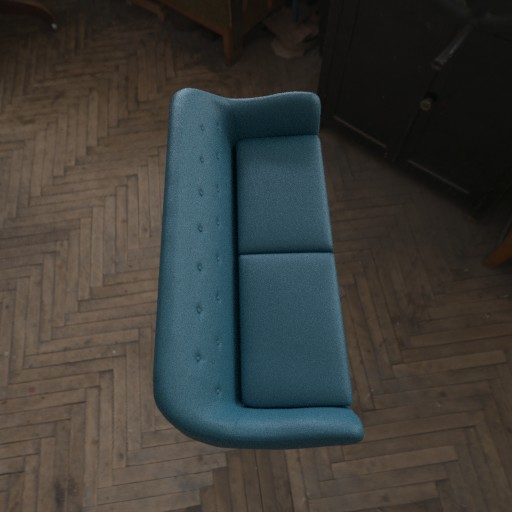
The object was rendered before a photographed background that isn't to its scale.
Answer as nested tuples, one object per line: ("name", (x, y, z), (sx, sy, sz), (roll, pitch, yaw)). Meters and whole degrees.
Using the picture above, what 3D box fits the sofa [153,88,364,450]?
("sofa", (0.000, 0.000, 2.279), (0.820, 0.836, 1.840), (-2, 64, -1))
